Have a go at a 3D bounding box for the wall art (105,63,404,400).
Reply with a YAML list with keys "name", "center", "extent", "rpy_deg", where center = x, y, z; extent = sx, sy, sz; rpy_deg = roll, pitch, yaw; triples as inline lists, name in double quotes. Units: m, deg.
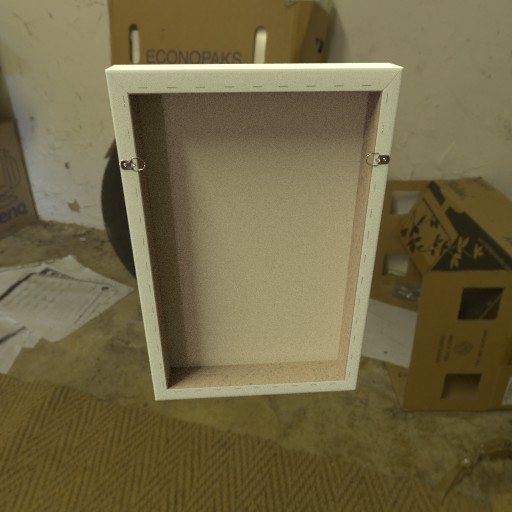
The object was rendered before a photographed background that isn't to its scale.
- name: "wall art"
  center: [0.000, 0.000, 0.482]
  extent: [0.252, 0.381, 0.039]
  rpy_deg: [-2, 29, -3]
